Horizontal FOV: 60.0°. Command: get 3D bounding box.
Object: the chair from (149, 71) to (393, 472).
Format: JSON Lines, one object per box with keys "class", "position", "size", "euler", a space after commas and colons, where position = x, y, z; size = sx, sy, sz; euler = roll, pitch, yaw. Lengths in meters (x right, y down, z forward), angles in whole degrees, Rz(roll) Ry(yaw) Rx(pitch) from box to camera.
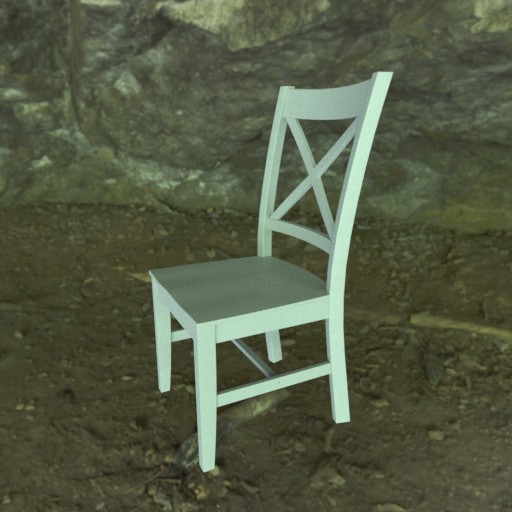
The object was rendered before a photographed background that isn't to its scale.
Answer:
{"class": "chair", "position": [0.000, 0.000, 1.303], "size": [0.542, 0.983, 0.485], "euler": [-8, 18, -26]}
